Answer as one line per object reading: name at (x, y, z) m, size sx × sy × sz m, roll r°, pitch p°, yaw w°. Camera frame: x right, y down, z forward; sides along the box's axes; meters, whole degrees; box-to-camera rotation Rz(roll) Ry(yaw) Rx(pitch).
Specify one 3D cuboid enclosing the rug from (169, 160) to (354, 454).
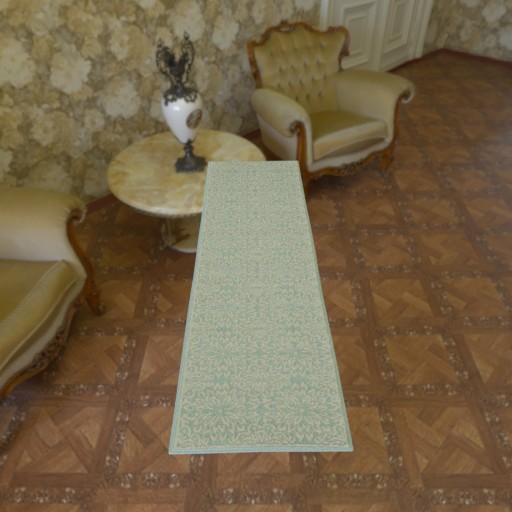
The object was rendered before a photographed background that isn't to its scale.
rug at (0.000, 0.000, 2.425) m, size 0.662 × 0.011 × 2.196 m, roll -1°, pitch 40°, yaw -1°
